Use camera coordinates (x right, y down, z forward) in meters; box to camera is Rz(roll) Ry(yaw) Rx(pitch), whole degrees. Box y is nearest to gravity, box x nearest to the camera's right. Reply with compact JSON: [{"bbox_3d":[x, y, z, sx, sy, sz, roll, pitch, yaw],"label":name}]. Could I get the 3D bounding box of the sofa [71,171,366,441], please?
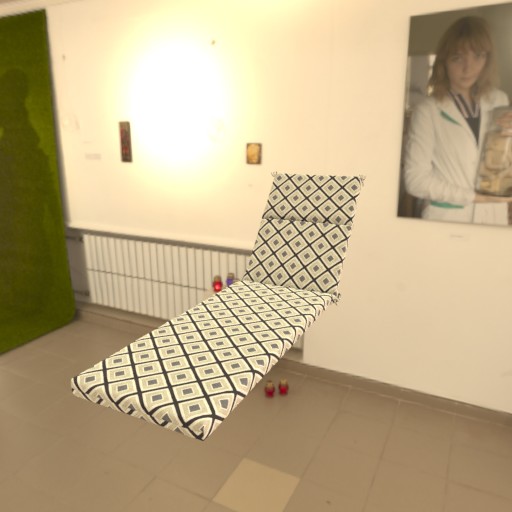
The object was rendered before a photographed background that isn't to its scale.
[{"bbox_3d":[0.000,0.000,1.960,0.582,0.622,1.663,7,17,26],"label":"sofa"}]
